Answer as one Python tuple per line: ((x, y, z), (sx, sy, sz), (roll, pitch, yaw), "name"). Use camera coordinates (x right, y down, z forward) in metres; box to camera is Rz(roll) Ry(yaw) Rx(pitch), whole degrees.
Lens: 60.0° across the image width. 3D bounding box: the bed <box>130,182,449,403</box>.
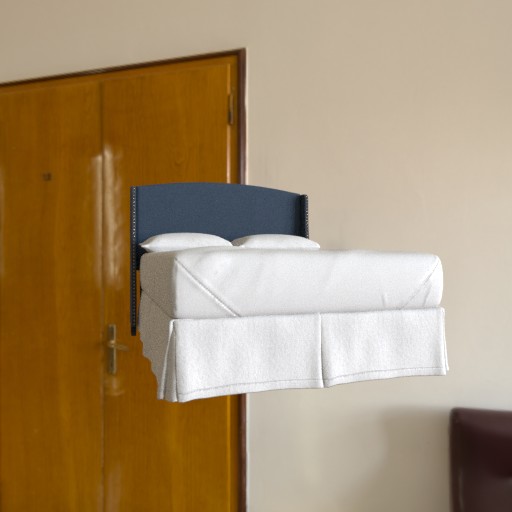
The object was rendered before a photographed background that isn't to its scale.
((0.000, 0.000, 3.308), (1.710, 1.407, 2.237), (0, 0, -18), "bed")
